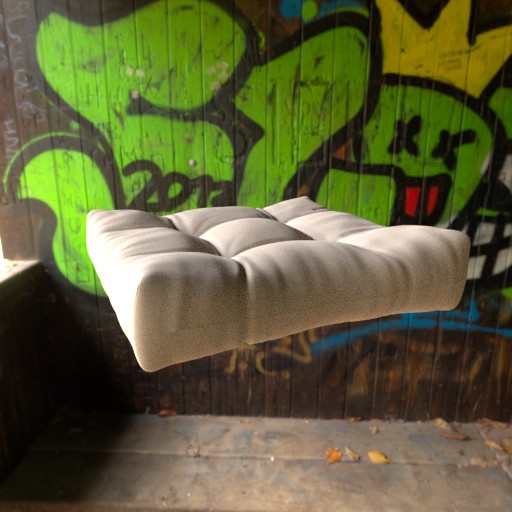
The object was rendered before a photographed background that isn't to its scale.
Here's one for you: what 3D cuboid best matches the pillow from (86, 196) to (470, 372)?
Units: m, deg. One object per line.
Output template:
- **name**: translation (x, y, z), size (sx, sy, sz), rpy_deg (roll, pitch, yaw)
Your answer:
- **pillow**: translation (0.000, 0.000, 0.734), size (0.490, 0.128, 0.468), rpy_deg (-7, 17, -25)
